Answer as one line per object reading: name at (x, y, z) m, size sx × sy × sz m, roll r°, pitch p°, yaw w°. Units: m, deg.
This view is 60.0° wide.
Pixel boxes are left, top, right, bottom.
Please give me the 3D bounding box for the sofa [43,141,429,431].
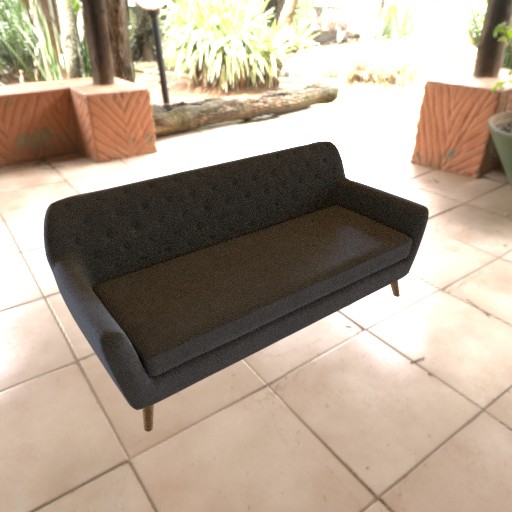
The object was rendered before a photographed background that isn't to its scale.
sofa at (0.000, 0.000, 2.429) m, size 1.970 × 0.830 × 0.830 m, roll -20°, pitch 35°, yaw -31°
